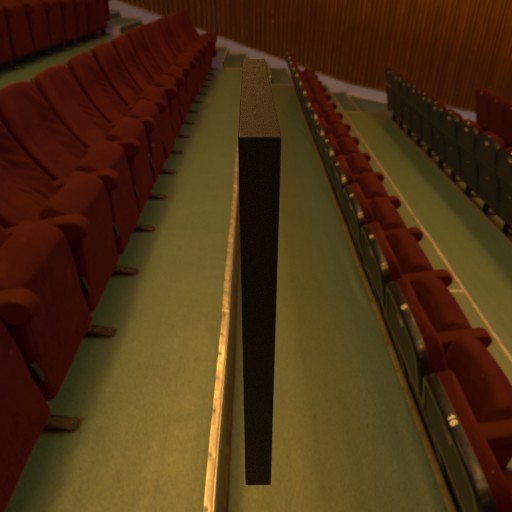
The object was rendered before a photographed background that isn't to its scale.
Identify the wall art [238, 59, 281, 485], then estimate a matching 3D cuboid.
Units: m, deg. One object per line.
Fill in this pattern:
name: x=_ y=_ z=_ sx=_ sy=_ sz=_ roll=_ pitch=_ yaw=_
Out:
wall art: x=0.000 y=0.000 z=0.519 sx=0.028 sy=0.381 sz=0.328 roll=0 pitch=32 yaw=-1
